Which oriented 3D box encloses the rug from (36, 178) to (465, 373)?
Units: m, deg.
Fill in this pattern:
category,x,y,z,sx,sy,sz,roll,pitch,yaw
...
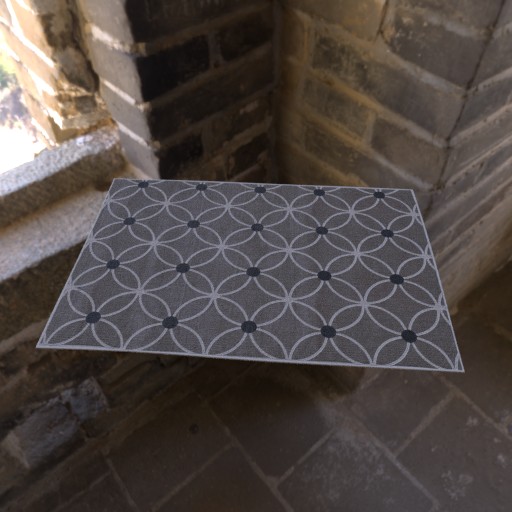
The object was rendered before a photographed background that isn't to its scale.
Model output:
category,x,y,z,sx,sy,sz,roll,pitch,yaw
rug,0.000,0.000,2.858,2.284,0.008,1.522,3,47,2
